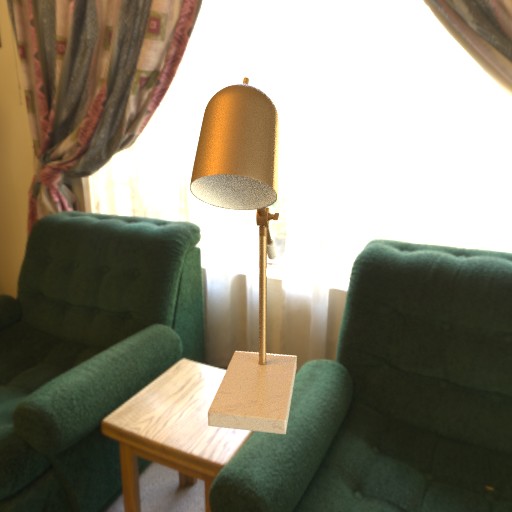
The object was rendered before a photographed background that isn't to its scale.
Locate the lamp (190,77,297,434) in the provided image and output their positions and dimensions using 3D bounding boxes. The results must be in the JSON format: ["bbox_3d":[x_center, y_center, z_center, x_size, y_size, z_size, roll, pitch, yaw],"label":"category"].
[{"bbox_3d":[0.000,0.000,0.826,0.144,0.603,0.471,3,16,9],"label":"lamp"}]
